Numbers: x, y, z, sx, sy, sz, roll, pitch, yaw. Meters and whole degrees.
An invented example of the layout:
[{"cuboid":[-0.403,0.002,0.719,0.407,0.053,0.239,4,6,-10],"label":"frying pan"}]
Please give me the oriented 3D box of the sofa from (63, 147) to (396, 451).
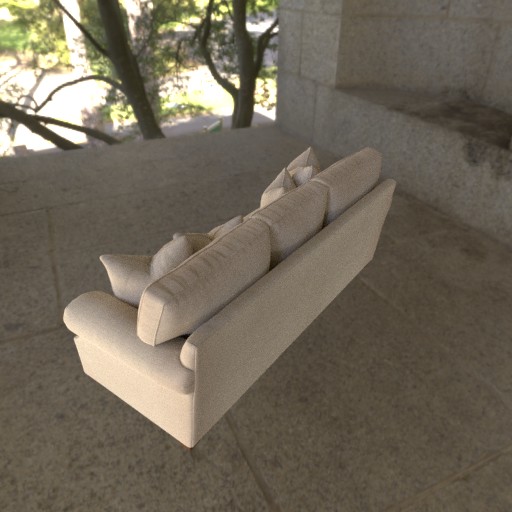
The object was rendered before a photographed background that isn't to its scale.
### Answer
[{"cuboid":[0.000,0.000,2.859,0.965,0.975,2.312,21,38,30],"label":"sofa"}]
